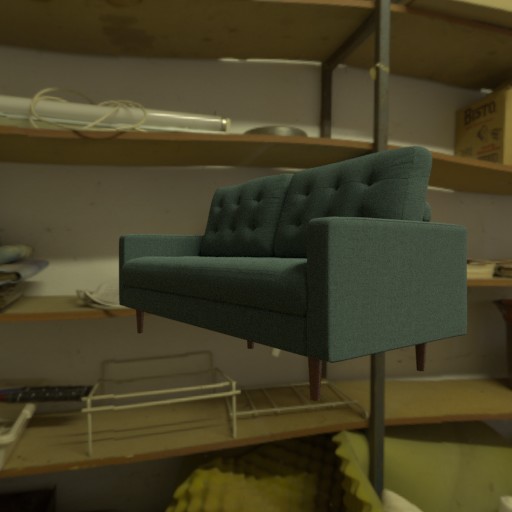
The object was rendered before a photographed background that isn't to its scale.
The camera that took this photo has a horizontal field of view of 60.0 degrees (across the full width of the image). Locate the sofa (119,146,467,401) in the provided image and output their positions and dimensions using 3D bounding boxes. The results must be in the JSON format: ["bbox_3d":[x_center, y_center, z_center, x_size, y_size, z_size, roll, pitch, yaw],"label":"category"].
[{"bbox_3d":[0.000,0.000,2.539,0.966,1.050,2.010,0,1,-37],"label":"sofa"}]
